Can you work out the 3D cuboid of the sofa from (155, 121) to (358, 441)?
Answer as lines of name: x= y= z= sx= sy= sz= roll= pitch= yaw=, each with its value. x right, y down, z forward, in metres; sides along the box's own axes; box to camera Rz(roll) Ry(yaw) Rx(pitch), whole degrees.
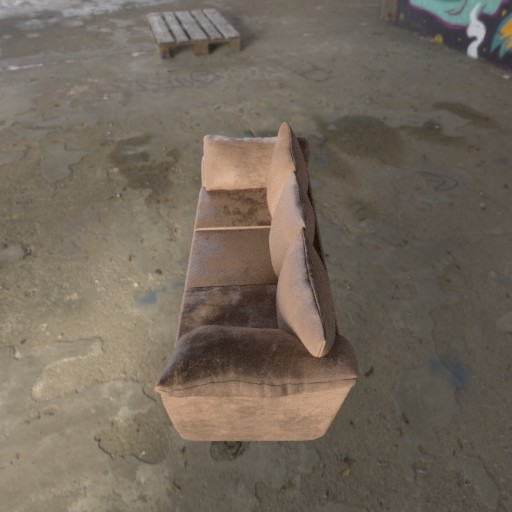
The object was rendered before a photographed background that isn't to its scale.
sofa: x=0.000 y=0.000 z=2.900 sx=0.893 sy=0.981 sz=2.377 roll=0 pitch=41 yaw=0
